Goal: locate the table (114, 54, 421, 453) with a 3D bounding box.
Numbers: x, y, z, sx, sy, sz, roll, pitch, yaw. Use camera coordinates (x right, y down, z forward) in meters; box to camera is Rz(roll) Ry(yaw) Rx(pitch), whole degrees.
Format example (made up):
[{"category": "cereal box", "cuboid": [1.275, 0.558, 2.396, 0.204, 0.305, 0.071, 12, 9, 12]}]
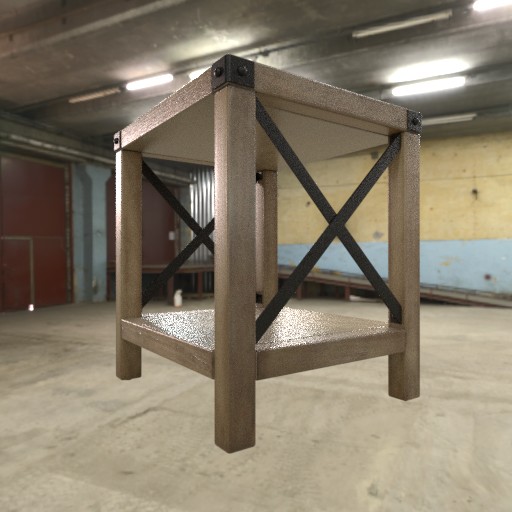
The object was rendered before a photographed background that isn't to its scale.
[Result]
[{"category": "table", "cuboid": [0.000, 0.000, 0.938, 0.459, 0.561, 0.510, 0, 0, -35]}]
